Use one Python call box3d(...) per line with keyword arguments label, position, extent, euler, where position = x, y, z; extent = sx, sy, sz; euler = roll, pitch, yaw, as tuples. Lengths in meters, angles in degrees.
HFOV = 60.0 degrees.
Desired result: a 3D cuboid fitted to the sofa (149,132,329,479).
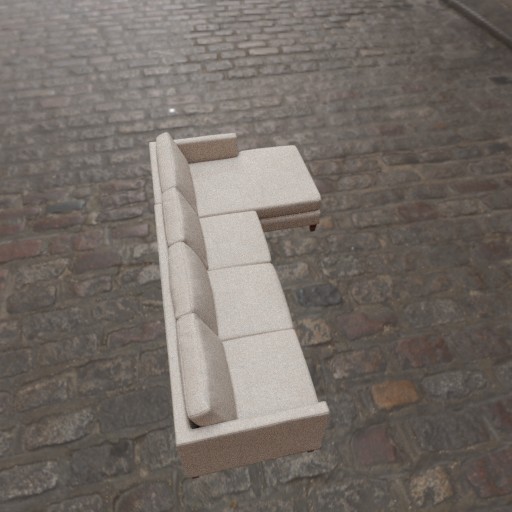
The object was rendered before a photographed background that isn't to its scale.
box3d(label="sofa", position=(0.000, 0.000, 3.872), extent=(1.625, 0.846, 3.186), euler=(-9, 48, -8))
